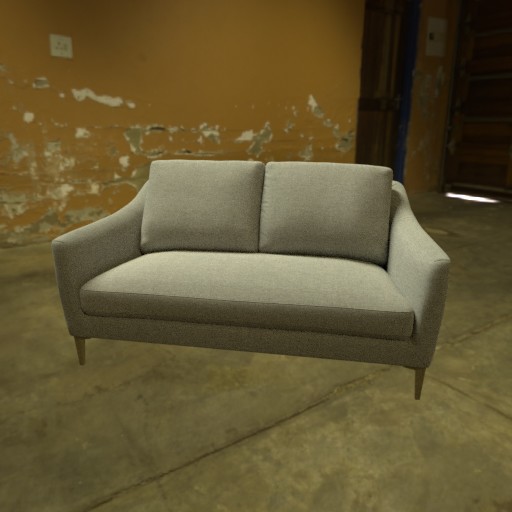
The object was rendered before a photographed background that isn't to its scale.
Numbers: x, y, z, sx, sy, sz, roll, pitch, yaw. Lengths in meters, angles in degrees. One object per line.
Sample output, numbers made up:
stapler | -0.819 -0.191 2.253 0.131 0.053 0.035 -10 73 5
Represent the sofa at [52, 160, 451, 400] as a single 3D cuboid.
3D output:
sofa | 0.000 0.000 2.218 1.619 0.904 0.960 3 16 10
